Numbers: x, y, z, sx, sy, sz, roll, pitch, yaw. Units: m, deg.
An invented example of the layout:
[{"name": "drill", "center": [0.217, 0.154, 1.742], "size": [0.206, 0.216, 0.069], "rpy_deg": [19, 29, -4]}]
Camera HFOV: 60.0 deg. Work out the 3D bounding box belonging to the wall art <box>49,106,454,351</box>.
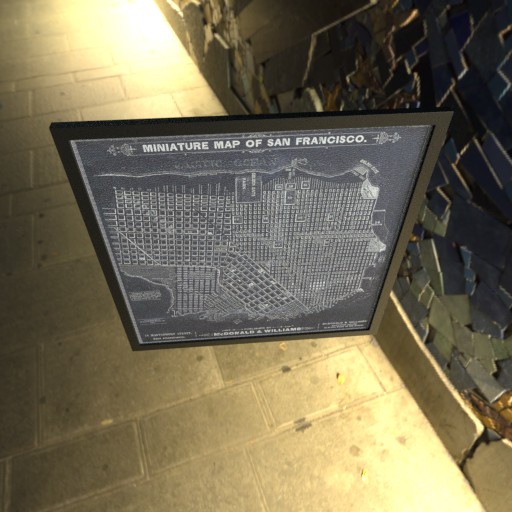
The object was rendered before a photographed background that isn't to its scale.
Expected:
[{"name": "wall art", "center": [0.000, 0.000, 1.180], "size": [0.807, 0.807, 0.022], "rpy_deg": [-3, 46, -3]}]
